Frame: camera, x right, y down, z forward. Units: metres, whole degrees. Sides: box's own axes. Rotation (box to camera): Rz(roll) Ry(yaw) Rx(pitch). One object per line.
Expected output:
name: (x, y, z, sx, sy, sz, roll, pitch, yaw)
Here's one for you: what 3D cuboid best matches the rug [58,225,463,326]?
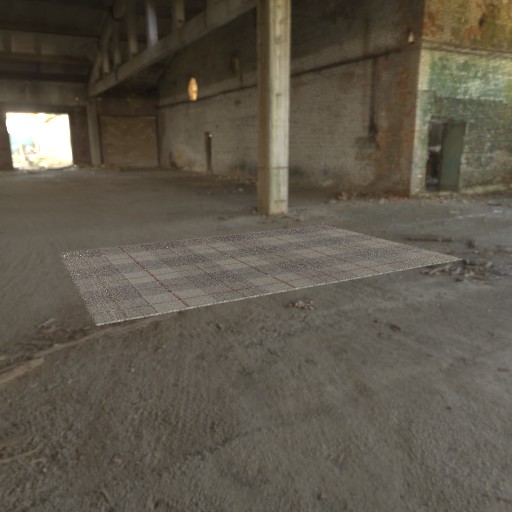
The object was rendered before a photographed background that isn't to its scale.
rug: (0.000, 0.000, 3.177, 2.464, 0.010, 1.549, -8, 16, -28)
